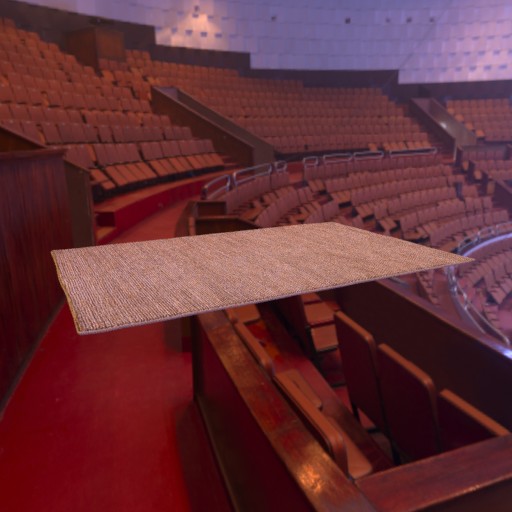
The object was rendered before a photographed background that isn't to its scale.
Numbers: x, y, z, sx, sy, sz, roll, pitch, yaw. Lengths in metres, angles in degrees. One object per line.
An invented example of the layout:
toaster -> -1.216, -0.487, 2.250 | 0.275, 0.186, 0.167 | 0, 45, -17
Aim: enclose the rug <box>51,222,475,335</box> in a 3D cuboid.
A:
rug -> 0.000, 0.000, 2.987 | 2.438, 0.034, 1.521 | -8, 17, -27
